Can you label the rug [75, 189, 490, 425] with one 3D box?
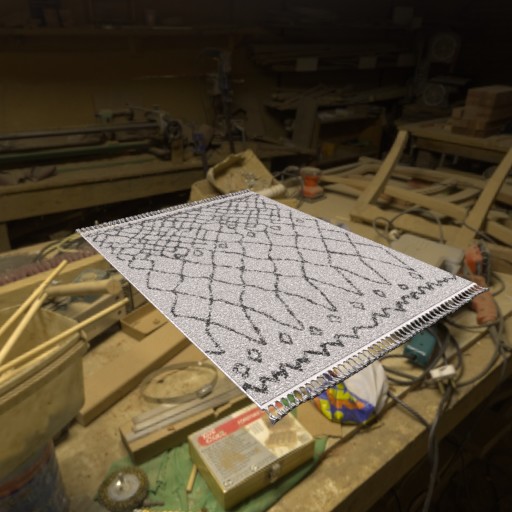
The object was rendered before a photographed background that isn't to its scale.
[{"bbox_3d":[0.000,0.000,2.917,1.613,0.017,2.312,-19,32,-33],"label":"rug"}]
